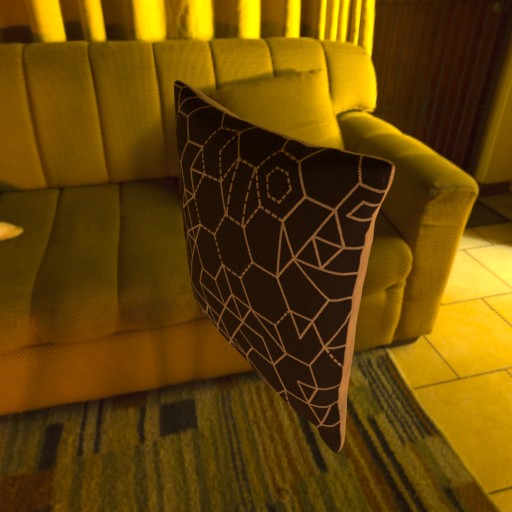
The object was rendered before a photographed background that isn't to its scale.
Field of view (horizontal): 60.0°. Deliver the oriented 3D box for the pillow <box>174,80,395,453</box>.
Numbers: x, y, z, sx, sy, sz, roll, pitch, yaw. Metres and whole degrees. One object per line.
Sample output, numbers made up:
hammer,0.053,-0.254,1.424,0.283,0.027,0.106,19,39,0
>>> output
pillow,0.000,0.000,0.782,0.158,0.508,0.517,-20,38,-29
